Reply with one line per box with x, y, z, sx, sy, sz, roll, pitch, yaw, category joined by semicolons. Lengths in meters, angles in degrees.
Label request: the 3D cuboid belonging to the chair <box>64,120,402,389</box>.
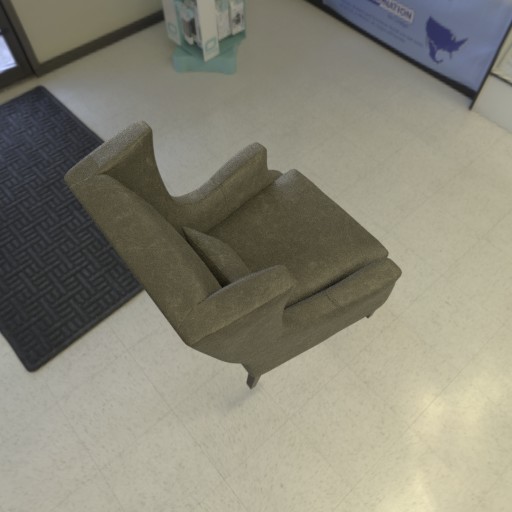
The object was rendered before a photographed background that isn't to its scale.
0.000;0.000;1.710;0.926;1.016;0.853;-34;64;-19;chair
